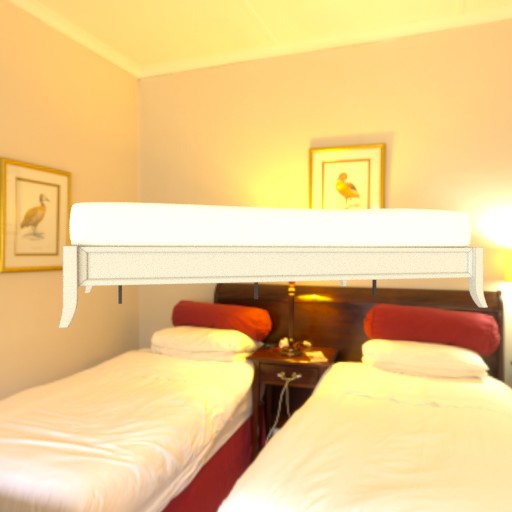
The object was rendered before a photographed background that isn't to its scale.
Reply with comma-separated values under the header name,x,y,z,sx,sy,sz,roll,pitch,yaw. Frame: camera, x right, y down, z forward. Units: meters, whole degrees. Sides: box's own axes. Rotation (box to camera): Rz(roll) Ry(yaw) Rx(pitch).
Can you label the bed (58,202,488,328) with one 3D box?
name,x,y,z,sx,sy,sz,roll,pitch,yaw
bed,0.000,0.000,2.621,1.985,0.510,1.460,0,1,-18
